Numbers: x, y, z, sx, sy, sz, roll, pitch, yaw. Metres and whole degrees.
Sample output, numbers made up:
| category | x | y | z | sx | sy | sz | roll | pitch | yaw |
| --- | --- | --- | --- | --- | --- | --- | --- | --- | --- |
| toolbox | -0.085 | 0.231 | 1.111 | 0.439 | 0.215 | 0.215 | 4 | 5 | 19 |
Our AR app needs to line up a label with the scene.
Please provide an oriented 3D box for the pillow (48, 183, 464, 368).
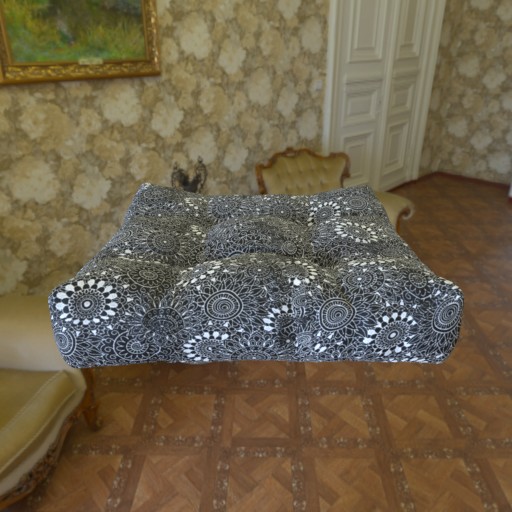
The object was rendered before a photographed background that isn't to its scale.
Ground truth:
| category | x | y | z | sx | sy | sz | roll | pitch | yaw |
| --- | --- | --- | --- | --- | --- | --- | --- | --- | --- |
| pillow | 0.000 | 0.000 | 0.721 | 0.490 | 0.128 | 0.468 | 0 | 25 | 0 |
